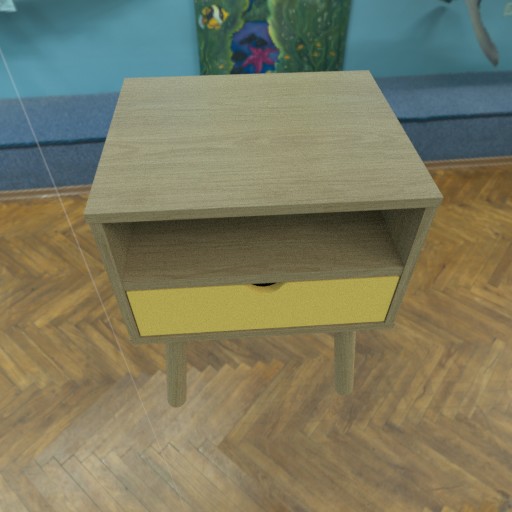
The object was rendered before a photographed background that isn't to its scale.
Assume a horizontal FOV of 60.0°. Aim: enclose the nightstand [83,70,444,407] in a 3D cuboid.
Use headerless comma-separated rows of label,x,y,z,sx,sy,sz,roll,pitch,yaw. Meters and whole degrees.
nightstand,0.000,0.000,0.888,0.450,0.571,0.380,-3,46,-3
